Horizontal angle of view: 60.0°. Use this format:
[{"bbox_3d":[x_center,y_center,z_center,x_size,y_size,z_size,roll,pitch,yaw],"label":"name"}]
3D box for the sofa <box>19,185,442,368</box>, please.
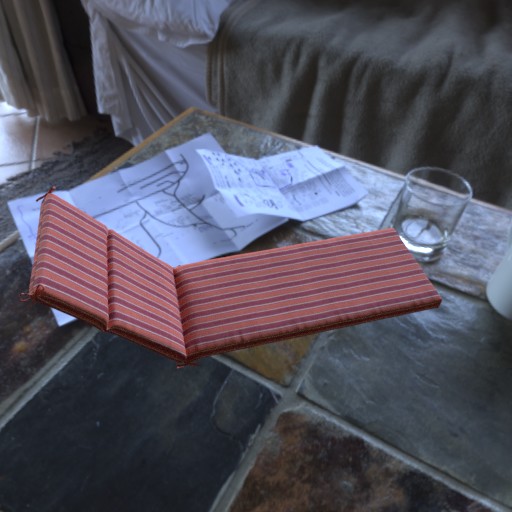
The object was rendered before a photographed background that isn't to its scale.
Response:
[{"bbox_3d":[0.000,0.000,1.904,1.663,0.622,0.582,-10,47,-9],"label":"sofa"}]
